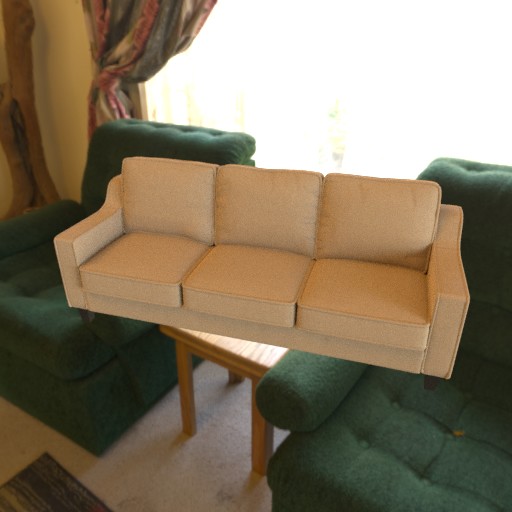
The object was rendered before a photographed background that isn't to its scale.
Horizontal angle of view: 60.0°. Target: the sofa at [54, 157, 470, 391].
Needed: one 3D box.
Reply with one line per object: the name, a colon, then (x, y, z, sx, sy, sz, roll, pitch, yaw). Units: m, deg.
sofa: (0.000, 0.000, 2.523, 2.131, 0.902, 0.791, 8, 28, 15)
